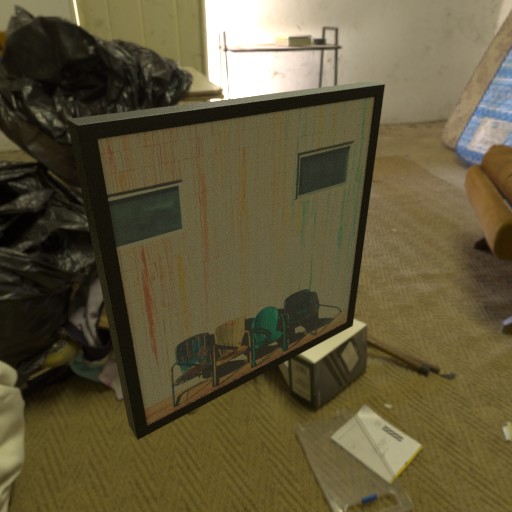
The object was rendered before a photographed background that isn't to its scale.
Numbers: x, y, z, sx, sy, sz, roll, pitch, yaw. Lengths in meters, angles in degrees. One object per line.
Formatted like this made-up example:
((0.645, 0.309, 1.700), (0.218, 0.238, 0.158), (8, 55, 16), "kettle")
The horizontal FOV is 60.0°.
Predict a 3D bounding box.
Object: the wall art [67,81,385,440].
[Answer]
((0.000, 0.000, 0.745), (0.506, 0.506, 0.037), (-20, 35, -31), "wall art")
